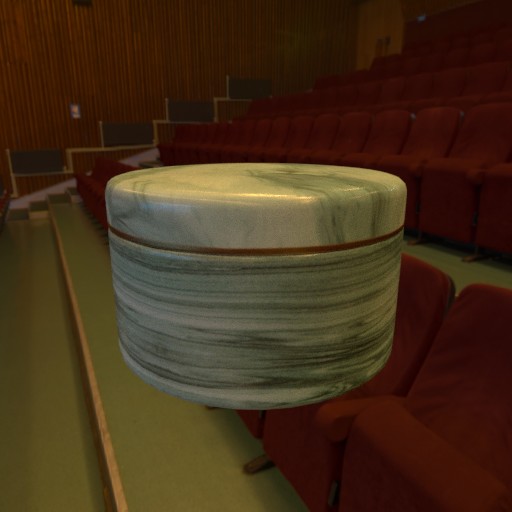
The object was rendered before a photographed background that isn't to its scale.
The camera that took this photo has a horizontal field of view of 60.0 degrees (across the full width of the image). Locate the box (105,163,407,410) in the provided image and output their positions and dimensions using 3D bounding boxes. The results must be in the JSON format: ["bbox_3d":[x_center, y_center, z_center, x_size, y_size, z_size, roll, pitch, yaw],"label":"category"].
[{"bbox_3d":[0.000,0.000,0.163,0.101,0.063,0.101,0,16,0],"label":"box"}]
